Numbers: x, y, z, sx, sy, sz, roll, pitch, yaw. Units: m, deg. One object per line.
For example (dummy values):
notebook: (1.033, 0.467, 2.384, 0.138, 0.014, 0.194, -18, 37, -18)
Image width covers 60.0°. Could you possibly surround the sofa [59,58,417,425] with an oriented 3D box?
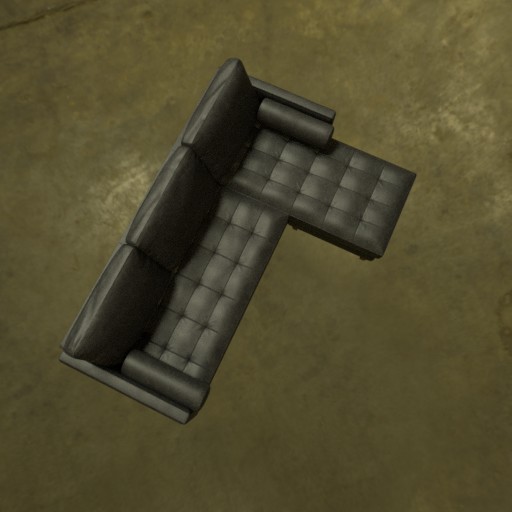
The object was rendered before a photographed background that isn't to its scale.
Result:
sofa: (0.000, 0.000, 2.857, 1.497, 0.876, 2.178, 25, 77, 6)
